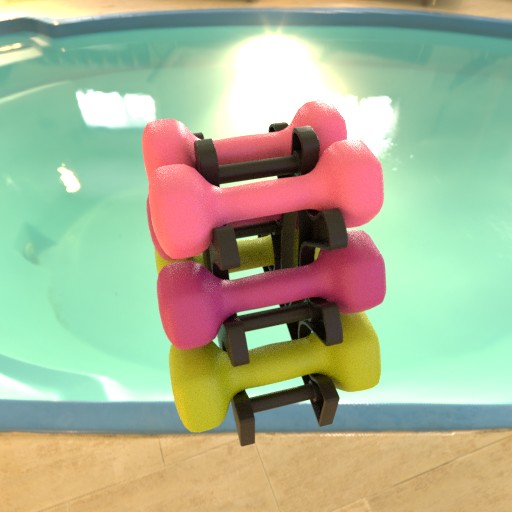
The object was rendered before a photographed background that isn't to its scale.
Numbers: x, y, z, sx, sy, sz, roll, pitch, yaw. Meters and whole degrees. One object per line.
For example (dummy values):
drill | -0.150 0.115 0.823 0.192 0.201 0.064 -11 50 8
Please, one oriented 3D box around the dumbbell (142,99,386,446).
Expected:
dumbbell | 0.000 0.000 0.437 0.203 0.261 0.257 -10 46 -10
